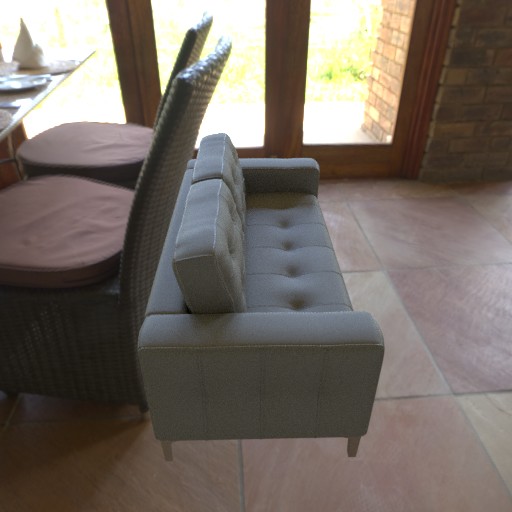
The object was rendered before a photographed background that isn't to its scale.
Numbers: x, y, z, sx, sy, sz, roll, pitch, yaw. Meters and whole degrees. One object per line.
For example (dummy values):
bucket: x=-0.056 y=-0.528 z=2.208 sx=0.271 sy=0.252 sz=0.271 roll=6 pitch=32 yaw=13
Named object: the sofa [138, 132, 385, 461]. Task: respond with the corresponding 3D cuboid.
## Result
sofa: x=0.000 y=0.000 z=2.238 sx=0.833 sy=0.893 sz=1.726 roll=-1 pitch=33 yaw=-1
